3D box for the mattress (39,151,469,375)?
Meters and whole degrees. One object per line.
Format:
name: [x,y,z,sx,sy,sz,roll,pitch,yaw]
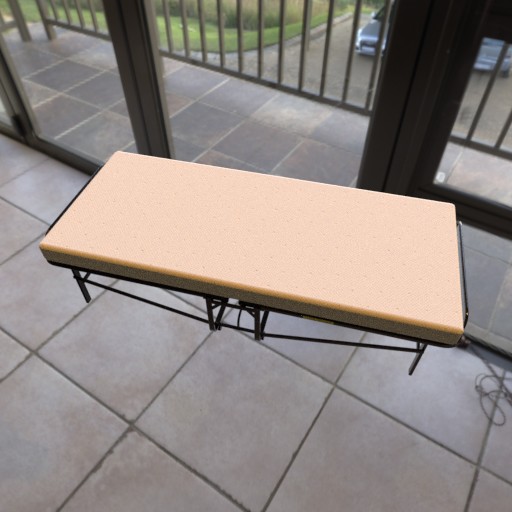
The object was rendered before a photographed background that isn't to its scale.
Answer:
mattress: [0.000,0.000,2.559,2.153,0.519,0.922,11,48,10]
